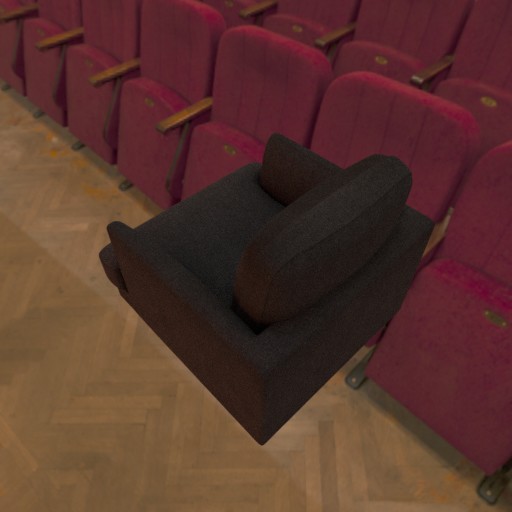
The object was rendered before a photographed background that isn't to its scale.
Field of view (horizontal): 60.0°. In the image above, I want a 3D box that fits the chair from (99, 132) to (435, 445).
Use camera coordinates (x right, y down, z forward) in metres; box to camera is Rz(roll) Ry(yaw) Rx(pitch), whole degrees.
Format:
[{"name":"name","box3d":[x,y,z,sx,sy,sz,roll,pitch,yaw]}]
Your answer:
[{"name":"chair","box3d":[0.000,0.000,1.664,0.858,0.957,0.899,-35,57,-27]}]
